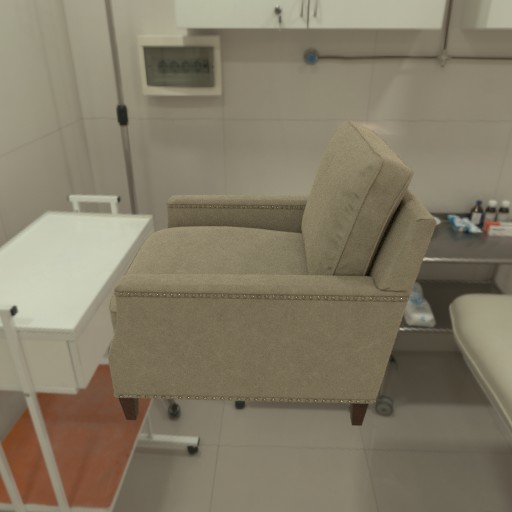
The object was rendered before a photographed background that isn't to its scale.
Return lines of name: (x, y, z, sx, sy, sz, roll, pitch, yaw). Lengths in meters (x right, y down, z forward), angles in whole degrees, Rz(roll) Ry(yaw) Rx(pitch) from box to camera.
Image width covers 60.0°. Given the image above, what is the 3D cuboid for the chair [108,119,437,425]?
chair: (0.000, 0.000, 1.736, 1.014, 0.943, 0.853, 1, 27, 2)
